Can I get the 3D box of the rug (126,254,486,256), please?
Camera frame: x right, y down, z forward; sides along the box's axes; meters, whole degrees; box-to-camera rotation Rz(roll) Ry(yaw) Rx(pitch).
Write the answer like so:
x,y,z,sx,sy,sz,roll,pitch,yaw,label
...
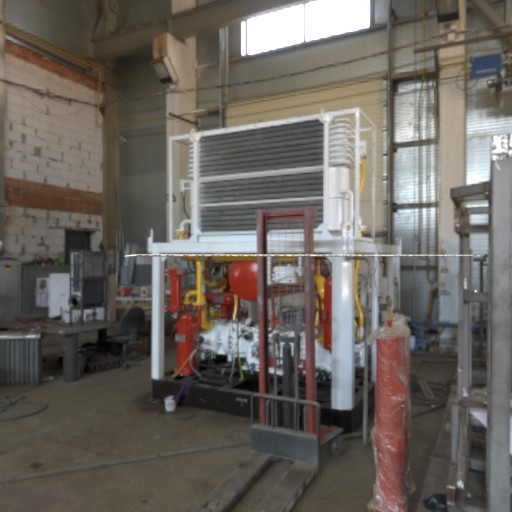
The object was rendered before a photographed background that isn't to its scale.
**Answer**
x,y,z,sx,sy,sz,roll,pitch,yaw,label
0.000,0.000,4.394,2.464,0.010,3.327,0,0,-18,rug
